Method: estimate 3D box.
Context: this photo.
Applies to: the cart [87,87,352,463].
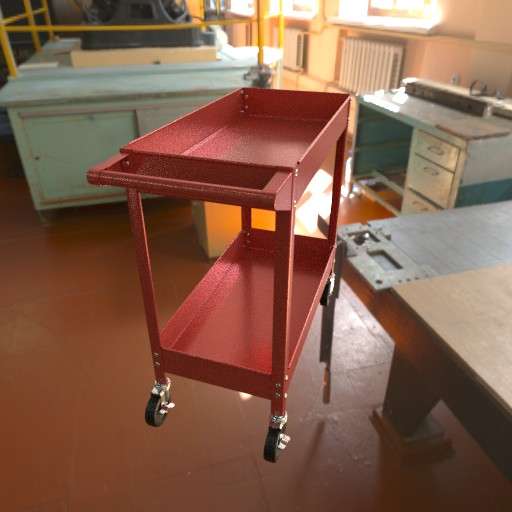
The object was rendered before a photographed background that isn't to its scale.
[{"bbox_3d":[0.000,0.000,1.190,0.366,0.719,0.779,10,32,16],"label":"cart"}]
